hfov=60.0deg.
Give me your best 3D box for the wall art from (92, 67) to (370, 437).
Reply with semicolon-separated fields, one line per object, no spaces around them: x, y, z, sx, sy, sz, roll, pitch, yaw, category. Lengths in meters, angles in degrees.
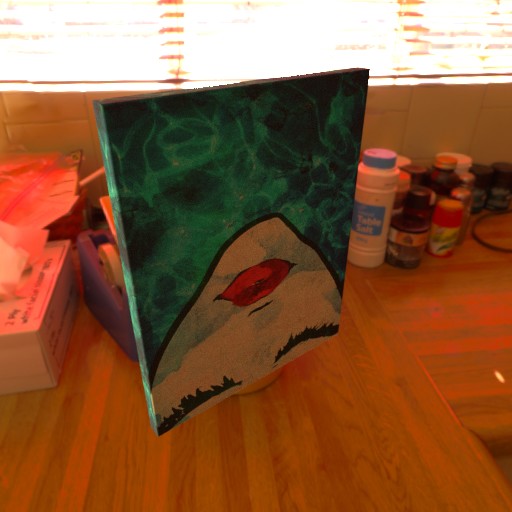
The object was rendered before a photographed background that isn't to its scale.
0.000;0.000;1.026;0.609;0.760;0.038;-21;37;-31;wall art
